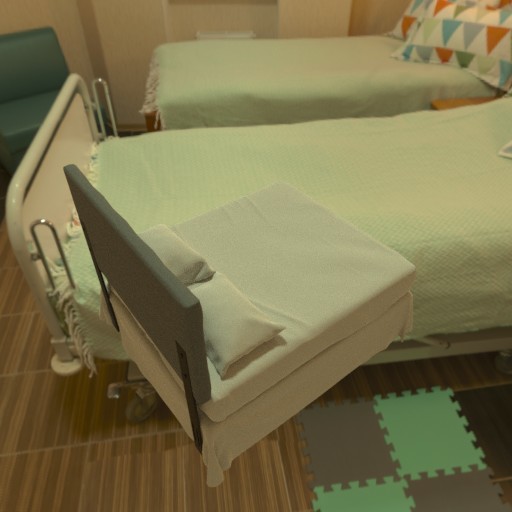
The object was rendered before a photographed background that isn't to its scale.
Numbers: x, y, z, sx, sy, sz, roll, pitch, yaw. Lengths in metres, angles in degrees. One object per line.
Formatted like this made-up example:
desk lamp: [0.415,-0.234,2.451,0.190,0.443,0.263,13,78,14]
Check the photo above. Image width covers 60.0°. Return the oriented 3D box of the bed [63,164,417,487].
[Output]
bed: [0.000,0.000,3.473,2.222,1.577,1.936,-27,48,-27]
